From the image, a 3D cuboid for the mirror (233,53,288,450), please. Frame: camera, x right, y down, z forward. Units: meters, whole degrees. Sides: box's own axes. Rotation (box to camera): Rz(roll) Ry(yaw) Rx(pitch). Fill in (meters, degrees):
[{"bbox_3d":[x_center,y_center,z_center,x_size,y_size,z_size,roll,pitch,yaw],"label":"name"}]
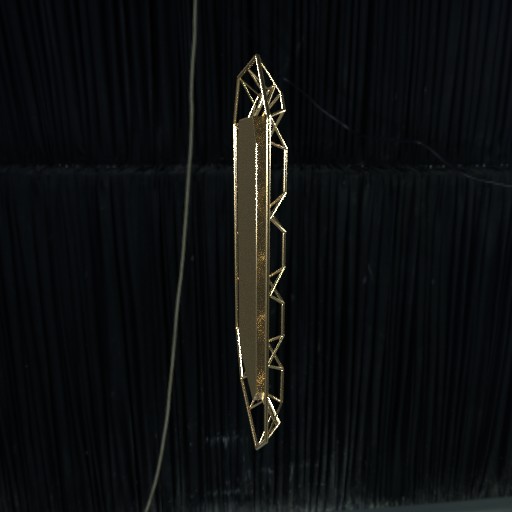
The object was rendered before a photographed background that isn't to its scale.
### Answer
[{"bbox_3d":[0.000,0.000,1.097,0.051,0.870,0.572,-2,15,-8],"label":"mirror"}]
